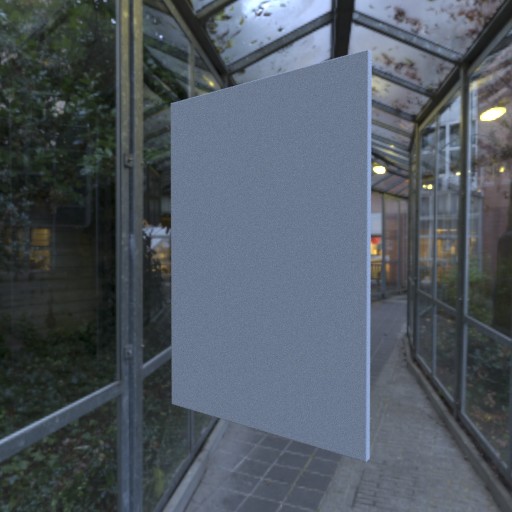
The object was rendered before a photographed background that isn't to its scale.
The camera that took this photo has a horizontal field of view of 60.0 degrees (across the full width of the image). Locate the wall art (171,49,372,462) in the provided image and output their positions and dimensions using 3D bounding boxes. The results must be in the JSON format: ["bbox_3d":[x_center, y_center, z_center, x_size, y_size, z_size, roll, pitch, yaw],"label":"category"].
[{"bbox_3d":[0.000,0.000,0.617,0.329,0.482,0.011,1,1,36],"label":"wall art"}]
